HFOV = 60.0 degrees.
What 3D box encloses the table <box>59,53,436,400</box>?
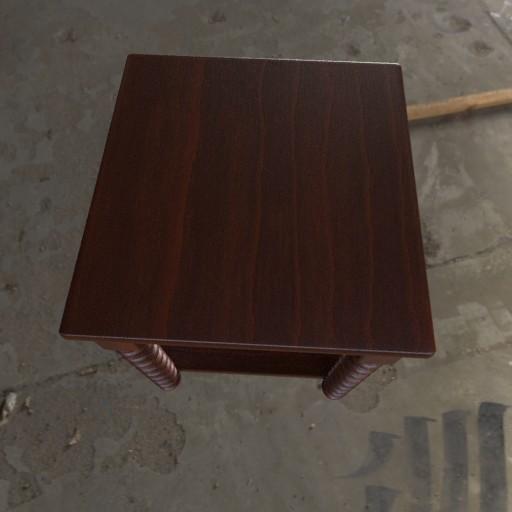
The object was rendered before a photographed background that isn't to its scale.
[{"bbox_3d":[0.000,0.000,0.949,0.500,0.567,0.533,3,65,1],"label":"table"}]
